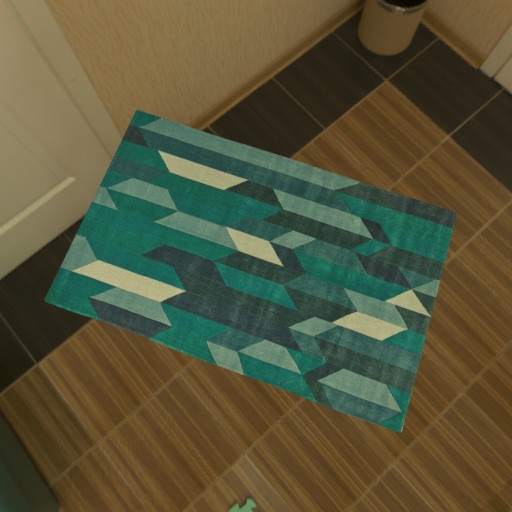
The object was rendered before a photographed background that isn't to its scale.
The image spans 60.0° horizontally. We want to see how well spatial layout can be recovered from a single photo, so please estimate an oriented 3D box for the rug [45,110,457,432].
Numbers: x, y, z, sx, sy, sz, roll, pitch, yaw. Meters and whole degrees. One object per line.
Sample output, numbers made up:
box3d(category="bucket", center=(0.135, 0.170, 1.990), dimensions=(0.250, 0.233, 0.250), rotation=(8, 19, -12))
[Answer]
box3d(category="rug", center=(0.000, 0.000, 2.995), dimensions=(2.420, 0.005, 1.528), rotation=(19, 76, 5))
